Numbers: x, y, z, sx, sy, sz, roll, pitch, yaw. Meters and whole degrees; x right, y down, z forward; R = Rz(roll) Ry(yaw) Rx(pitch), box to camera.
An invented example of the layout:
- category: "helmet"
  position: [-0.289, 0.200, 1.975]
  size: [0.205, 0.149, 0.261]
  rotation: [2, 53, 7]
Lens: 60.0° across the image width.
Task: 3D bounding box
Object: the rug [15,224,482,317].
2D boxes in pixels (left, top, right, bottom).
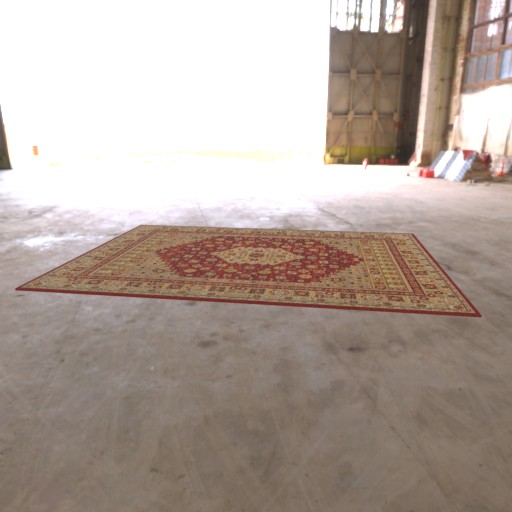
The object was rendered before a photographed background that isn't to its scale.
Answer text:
- category: "rug"
  position: [0.000, 0.000, 2.825]
  size: [2.211, 0.013, 1.593]
  rotation: [2, 16, 8]
